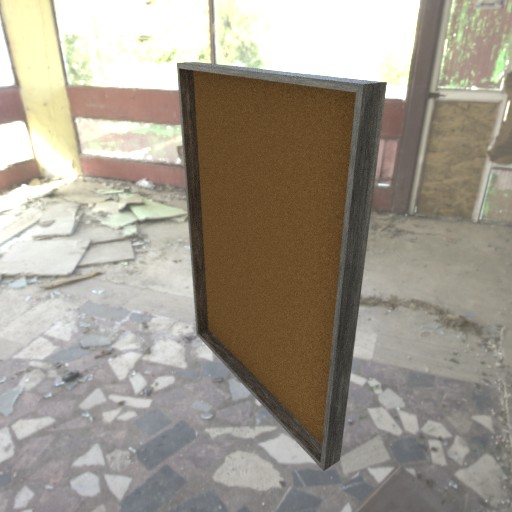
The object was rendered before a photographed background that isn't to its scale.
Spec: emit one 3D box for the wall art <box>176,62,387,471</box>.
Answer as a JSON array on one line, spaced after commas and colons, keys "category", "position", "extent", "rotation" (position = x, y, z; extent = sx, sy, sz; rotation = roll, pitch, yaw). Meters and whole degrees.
[{"category": "wall art", "position": [0.000, 0.000, 1.309], "extent": [0.063, 1.016, 0.762], "rotation": [-17, 31, -30]}]
